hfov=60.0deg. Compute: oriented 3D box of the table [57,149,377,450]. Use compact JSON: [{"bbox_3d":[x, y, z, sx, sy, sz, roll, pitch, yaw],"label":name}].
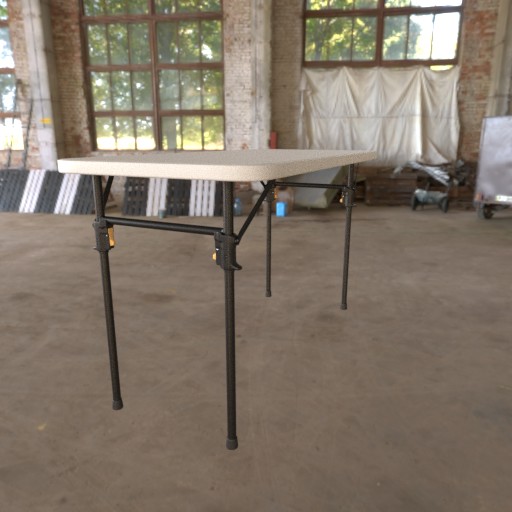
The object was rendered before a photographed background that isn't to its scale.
[{"bbox_3d":[0.000,0.000,1.621,0.610,0.729,1.219,7,17,25],"label":"table"}]
